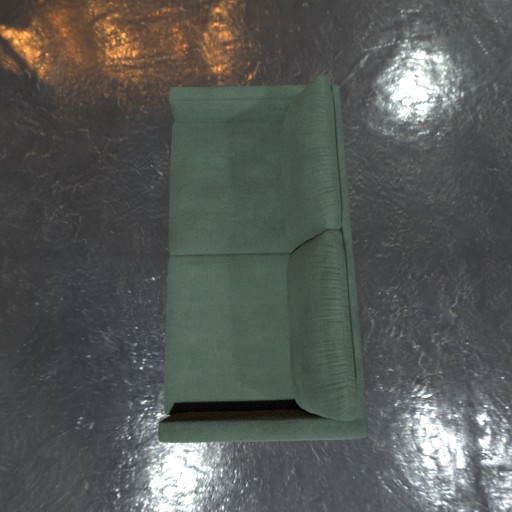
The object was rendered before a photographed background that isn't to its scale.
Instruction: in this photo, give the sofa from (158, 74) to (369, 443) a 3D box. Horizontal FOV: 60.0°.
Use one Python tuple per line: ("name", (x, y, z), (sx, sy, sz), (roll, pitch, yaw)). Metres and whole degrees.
("sofa", (0.000, 0.000, 2.192), (0.875, 0.817, 1.676), (-1, 75, 0))
